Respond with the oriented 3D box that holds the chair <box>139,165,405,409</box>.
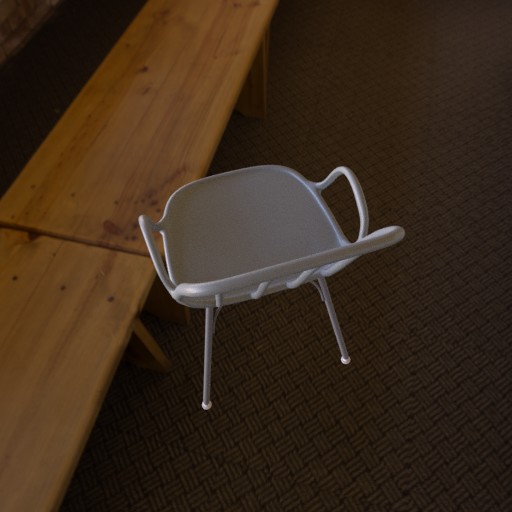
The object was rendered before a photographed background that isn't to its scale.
[{"bbox_3d":[0.000,0.000,1.232,0.549,0.816,0.597,-15,58,-10],"label":"chair"}]
